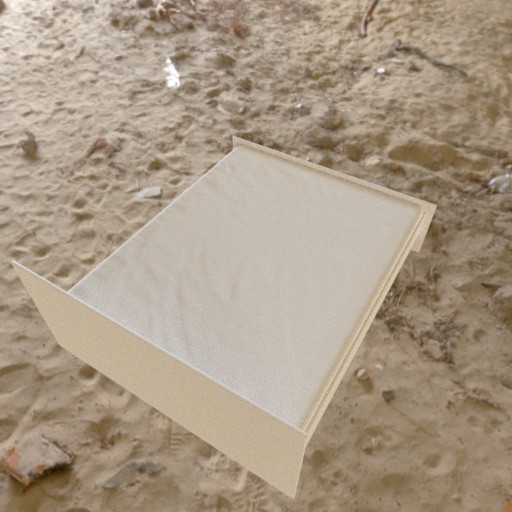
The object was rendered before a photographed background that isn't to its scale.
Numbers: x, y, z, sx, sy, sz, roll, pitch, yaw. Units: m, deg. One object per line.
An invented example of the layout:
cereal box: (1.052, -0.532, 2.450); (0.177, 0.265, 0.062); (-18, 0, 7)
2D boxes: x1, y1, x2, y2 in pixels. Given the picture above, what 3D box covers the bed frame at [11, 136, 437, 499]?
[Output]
bed frame: (0.000, 0.000, 2.877); (1.720, 0.800, 2.060); (24, 51, 21)
